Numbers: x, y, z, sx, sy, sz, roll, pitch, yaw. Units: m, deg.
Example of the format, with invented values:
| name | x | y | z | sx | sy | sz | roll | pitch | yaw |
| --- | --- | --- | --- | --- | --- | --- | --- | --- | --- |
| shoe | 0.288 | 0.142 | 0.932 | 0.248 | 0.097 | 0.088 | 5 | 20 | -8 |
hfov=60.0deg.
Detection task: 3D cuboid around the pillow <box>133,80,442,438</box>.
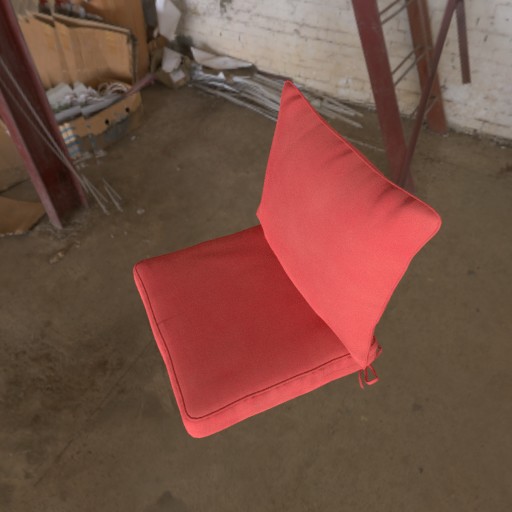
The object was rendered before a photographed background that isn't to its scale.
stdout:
| name | x | y | z | sx | sy | sz | roll | pitch | yaw |
| --- | --- | --- | --- | --- | --- | --- | --- | --- | --- |
| pillow | 0.000 | 0.000 | 1.395 | 0.733 | 0.725 | 0.798 | -18 | 49 | -16 |
